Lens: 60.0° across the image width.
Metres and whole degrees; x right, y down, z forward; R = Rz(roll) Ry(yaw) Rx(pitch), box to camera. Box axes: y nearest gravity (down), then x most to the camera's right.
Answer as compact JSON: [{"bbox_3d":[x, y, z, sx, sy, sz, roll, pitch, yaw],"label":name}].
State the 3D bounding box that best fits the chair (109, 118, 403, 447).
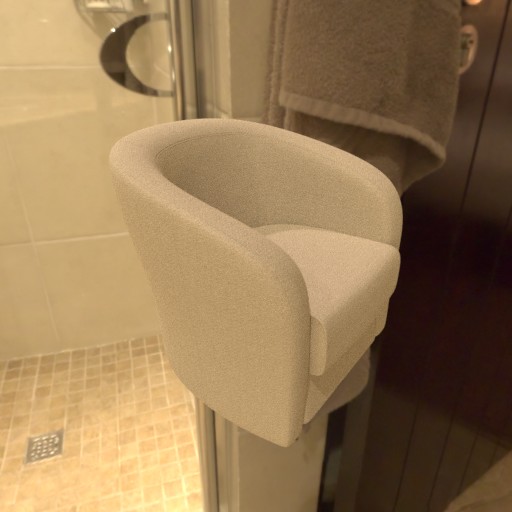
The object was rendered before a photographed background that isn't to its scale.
[{"bbox_3d":[0.000,0.000,1.453,0.815,0.771,0.791,18,32,32],"label":"chair"}]
